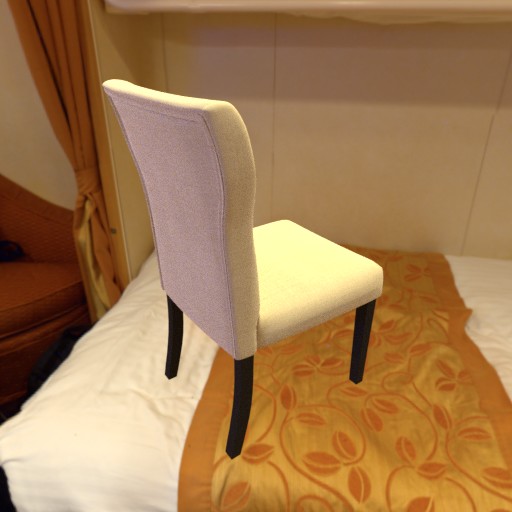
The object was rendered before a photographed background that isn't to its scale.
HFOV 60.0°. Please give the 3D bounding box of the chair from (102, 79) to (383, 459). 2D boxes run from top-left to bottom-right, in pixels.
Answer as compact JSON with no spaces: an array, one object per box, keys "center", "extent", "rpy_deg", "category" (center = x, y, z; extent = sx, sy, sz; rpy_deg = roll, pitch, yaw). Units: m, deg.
[{"center":[0.000,0.000,1.238],"extent":[0.597,0.921,0.509],"rpy_deg":[-19,33,-32],"category":"chair"}]
